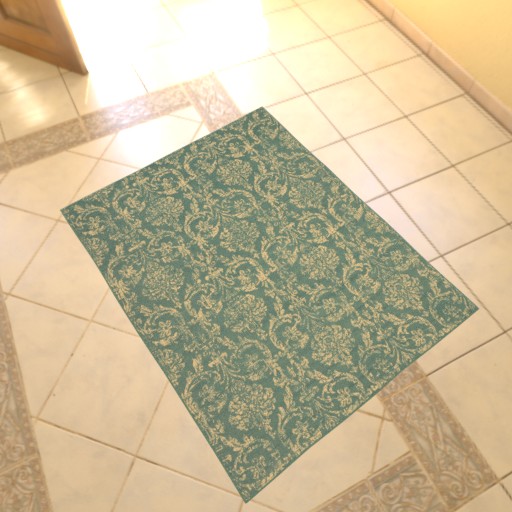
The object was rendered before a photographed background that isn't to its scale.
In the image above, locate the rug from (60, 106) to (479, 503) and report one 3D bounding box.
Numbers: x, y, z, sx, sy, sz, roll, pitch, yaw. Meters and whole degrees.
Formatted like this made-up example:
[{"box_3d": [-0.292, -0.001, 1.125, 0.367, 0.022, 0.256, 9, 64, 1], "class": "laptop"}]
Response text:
[{"box_3d": [0.000, 0.000, 3.890, 2.363, 0.012, 2.980, -32, 65, -17], "class": "rug"}]
